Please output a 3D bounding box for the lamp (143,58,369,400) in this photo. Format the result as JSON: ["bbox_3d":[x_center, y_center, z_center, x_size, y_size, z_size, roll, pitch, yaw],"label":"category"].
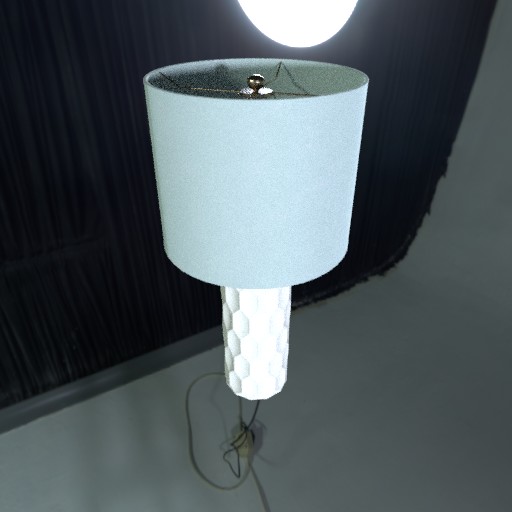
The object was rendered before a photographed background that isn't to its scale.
[{"bbox_3d":[0.000,0.000,0.695,0.277,0.534,0.277,-20,37,-29],"label":"lamp"}]
